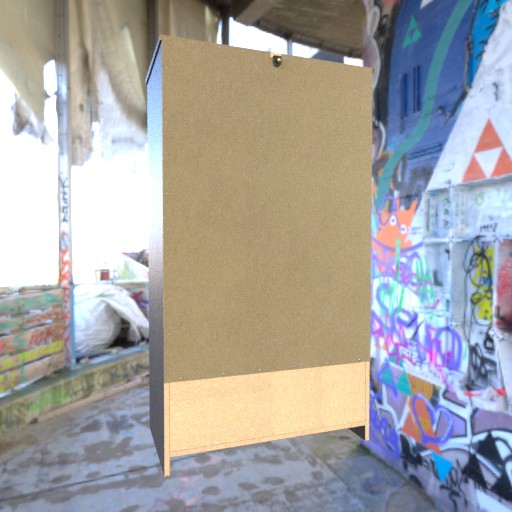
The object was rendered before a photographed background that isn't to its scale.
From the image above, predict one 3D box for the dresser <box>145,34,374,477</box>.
[{"bbox_3d":[0.000,0.000,1.544,0.704,1.254,0.418,-1,2,-20],"label":"dresser"}]
